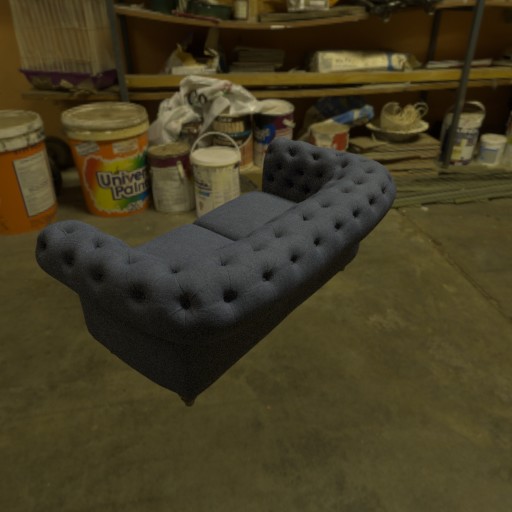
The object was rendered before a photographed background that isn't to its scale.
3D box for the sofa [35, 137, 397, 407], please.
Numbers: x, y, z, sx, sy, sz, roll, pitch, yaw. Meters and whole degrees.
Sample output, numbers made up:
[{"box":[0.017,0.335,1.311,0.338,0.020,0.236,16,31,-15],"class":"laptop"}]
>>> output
[{"box":[0.000,0.000,2.535,1.082,0.833,1.988,21,37,32],"class":"sofa"}]
